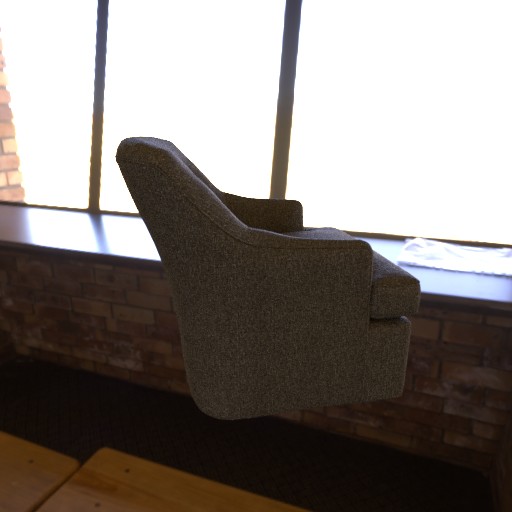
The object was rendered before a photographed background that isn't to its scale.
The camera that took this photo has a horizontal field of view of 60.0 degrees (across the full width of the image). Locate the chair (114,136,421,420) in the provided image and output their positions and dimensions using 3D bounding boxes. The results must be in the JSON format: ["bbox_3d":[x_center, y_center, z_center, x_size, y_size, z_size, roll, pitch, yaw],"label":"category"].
[{"bbox_3d":[0.000,0.000,1.635,0.923,0.856,0.864,-3,17,-10],"label":"chair"}]
